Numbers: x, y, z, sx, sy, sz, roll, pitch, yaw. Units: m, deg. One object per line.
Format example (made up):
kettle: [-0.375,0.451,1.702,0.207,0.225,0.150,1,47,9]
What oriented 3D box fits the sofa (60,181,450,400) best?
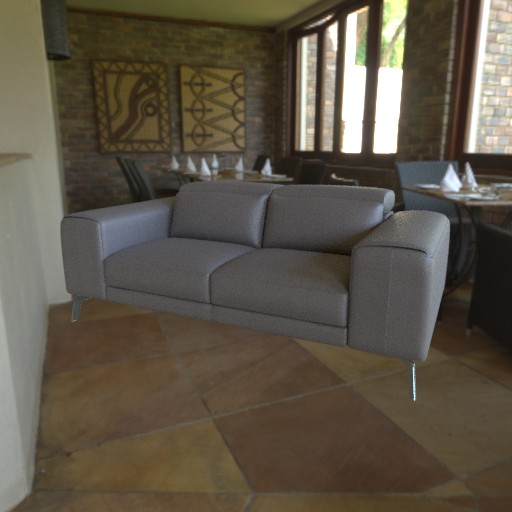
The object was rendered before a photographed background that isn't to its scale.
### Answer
sofa: [0.000,0.000,2.480,1.930,0.753,1.024,7,15,25]
